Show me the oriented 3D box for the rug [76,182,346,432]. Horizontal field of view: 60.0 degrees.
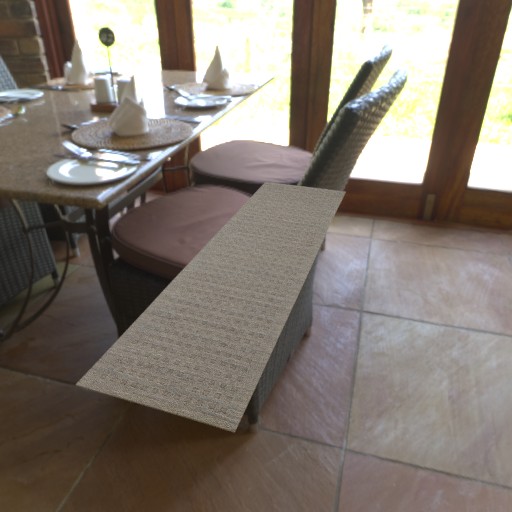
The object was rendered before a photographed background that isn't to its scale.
[{"bbox_3d":[0.000,0.000,2.677,0.688,0.005,2.437,10,31,17],"label":"rug"}]
